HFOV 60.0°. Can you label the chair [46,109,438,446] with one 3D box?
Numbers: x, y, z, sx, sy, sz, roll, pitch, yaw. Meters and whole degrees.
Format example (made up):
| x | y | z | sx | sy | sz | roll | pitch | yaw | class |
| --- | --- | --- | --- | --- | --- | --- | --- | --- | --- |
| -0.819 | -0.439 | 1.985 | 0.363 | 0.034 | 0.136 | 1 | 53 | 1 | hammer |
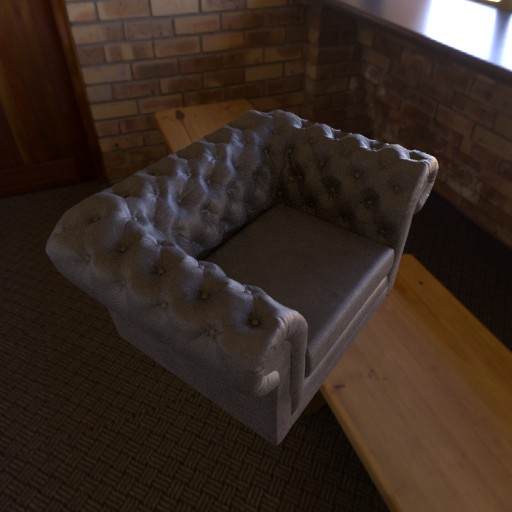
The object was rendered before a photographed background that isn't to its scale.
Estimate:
| x | y | z | sx | sy | sz | roll | pitch | yaw | class |
| --- | --- | --- | --- | --- | --- | --- | --- | --- | --- |
| 0.000 | 0.000 | 1.834 | 0.943 | 0.780 | 1.298 | 26 | 47 | 27 | chair |
